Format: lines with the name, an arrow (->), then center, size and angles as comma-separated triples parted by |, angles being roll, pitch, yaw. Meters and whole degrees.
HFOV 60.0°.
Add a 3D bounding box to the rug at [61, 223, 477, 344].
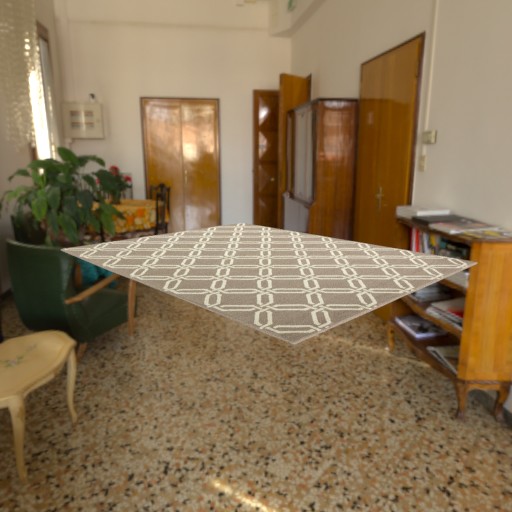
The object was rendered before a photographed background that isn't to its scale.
rug -> 0.000, 0.000, 3.895 | 2.288, 0.018, 2.895 | -12, 18, -42
